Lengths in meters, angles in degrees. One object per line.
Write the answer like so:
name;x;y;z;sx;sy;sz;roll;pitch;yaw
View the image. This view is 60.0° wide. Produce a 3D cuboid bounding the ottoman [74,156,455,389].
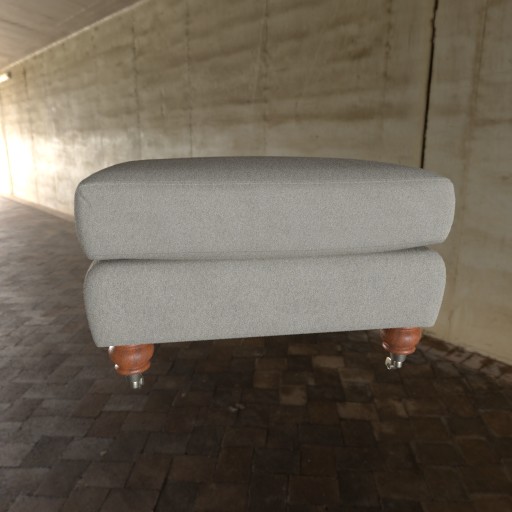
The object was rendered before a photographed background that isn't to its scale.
ottoman;0.000;0.000;1.150;0.773;0.504;0.569;-2;14;-8
